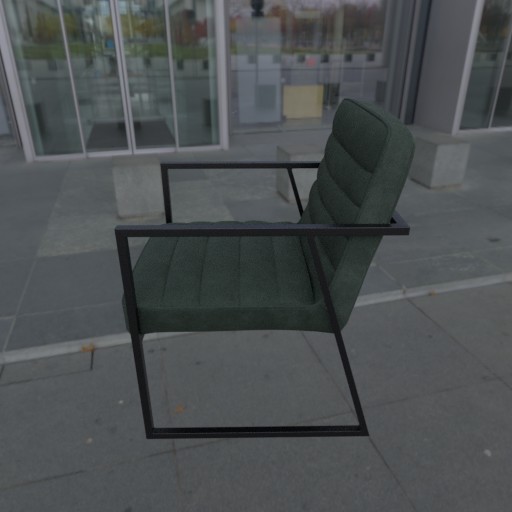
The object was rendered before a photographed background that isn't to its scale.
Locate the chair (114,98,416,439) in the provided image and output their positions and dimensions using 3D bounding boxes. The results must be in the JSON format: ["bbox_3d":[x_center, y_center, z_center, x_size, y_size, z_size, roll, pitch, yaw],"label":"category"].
[{"bbox_3d":[0.000,0.000,1.288,0.677,0.833,0.571,0,26,-1],"label":"chair"}]
